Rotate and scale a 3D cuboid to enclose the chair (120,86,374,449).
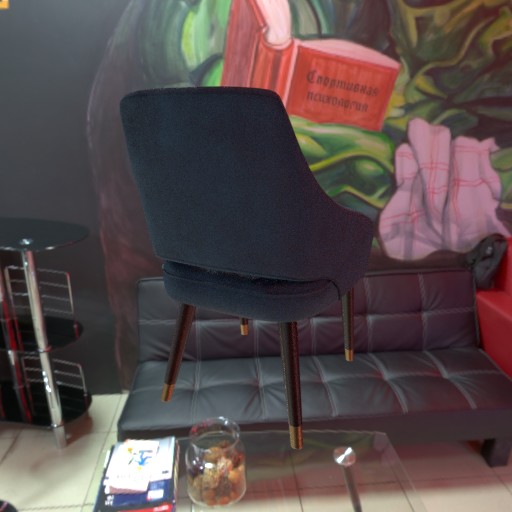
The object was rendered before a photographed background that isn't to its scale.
[{"bbox_3d":[0.000,0.000,1.574,0.683,1.081,0.794,9,19,26],"label":"chair"}]
